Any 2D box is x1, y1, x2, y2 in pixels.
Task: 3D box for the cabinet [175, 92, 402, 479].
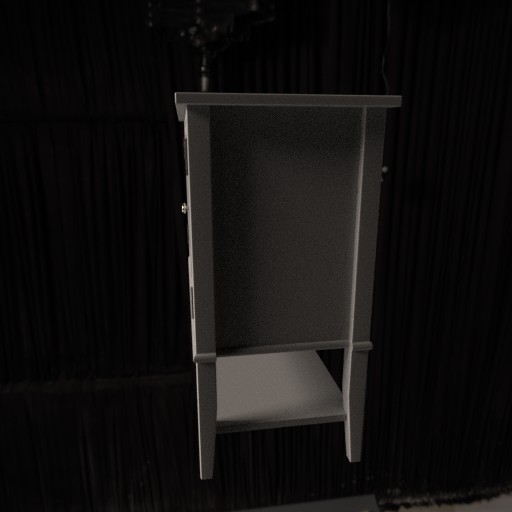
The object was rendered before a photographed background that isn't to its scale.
[{"bbox_3d":[0.000,0.000,1.236,0.396,0.780,0.801,-2,15,-9],"label":"cabinet"}]
